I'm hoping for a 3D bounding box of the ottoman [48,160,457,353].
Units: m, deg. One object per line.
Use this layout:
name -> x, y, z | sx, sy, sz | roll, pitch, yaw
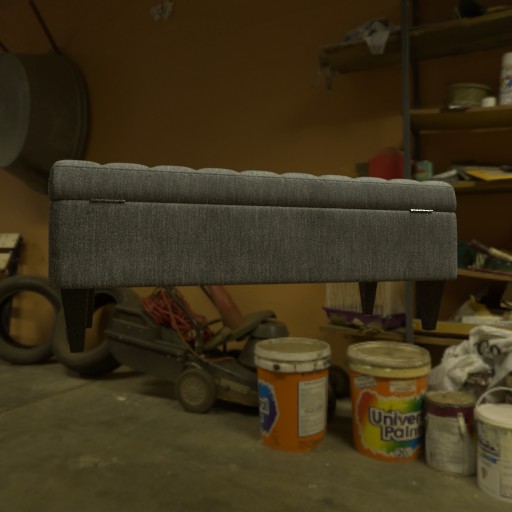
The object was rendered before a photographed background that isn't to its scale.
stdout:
ottoman -> 0.000, 0.000, 1.405 | 1.151, 0.469, 0.482 | 0, 1, -17
